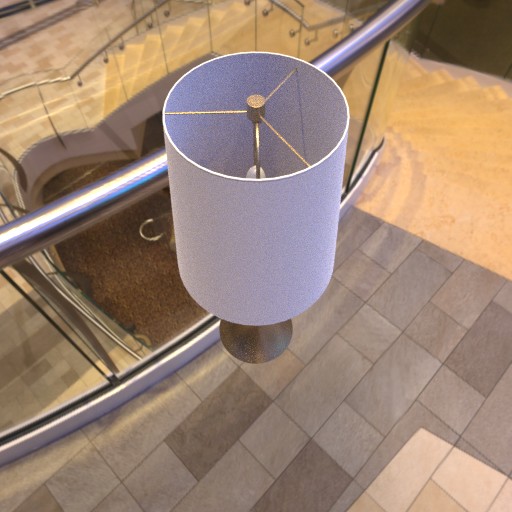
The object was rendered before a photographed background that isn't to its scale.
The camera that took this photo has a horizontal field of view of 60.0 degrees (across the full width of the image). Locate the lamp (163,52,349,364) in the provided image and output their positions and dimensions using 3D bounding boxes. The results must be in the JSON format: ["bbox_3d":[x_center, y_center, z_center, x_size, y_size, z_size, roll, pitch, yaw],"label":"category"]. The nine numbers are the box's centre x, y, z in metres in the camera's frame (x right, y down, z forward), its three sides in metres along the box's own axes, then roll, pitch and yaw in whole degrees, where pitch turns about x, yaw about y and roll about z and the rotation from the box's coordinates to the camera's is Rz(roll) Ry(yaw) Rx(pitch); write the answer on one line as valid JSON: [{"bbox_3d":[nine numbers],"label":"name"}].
[{"bbox_3d":[0.000,0.000,0.664,0.231,0.569,0.231,0,59,0],"label":"lamp"}]
